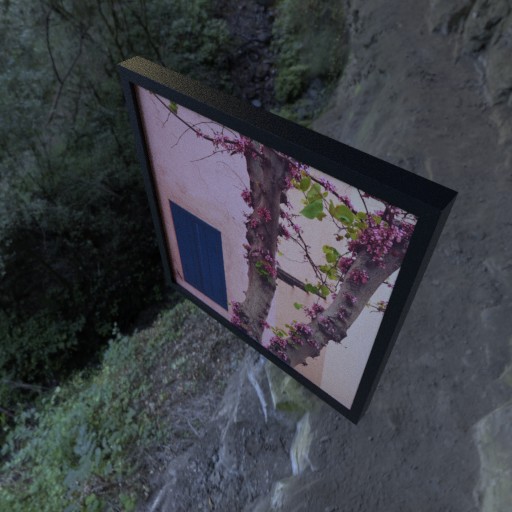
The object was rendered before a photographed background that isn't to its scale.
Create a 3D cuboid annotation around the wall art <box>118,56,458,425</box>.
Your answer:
[{"bbox_3d":[0.000,0.000,0.737,0.508,0.508,0.038,32,54,27],"label":"wall art"}]
